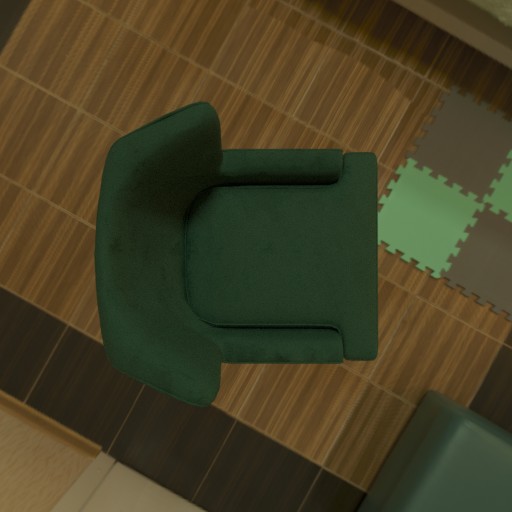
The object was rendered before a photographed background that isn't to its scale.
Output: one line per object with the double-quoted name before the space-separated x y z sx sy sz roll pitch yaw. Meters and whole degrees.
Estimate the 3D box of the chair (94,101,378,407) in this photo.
"chair" 0.000 0.000 1.604 0.910 0.952 0.793 0 89 0
